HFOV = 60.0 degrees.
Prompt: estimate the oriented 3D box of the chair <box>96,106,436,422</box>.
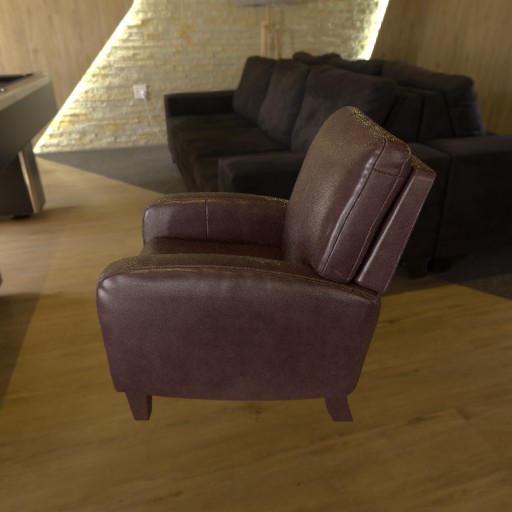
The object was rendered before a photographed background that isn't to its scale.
[{"bbox_3d":[0.000,0.000,1.649,0.990,0.990,0.762,0,27,0],"label":"chair"}]
